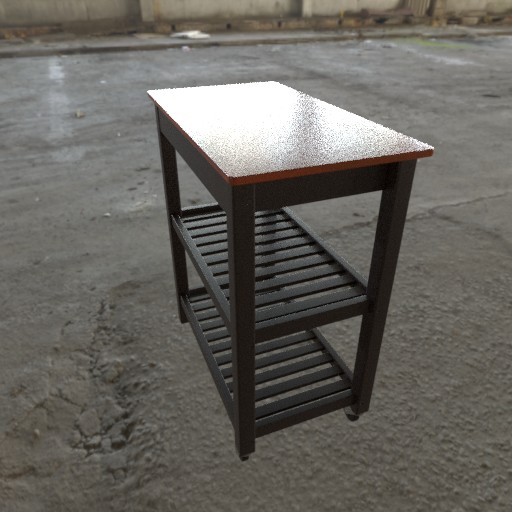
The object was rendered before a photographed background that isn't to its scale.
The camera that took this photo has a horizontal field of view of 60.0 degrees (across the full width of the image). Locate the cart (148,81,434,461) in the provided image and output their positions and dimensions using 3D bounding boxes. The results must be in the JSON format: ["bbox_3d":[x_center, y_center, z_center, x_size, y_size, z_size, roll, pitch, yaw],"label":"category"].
[{"bbox_3d":[0.000,0.000,1.451,0.457,0.927,0.899,-12,33,-19],"label":"cart"}]
